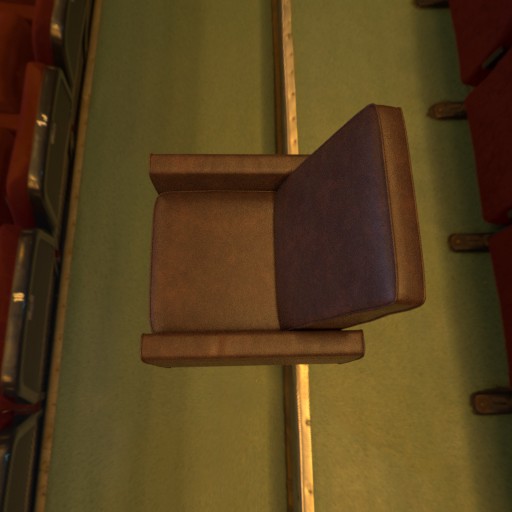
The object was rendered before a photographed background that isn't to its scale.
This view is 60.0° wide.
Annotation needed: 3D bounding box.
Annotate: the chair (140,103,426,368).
[{"bbox_3d":[0.000,0.000,1.503,0.746,1.013,0.705,-1,74,0],"label":"chair"}]
